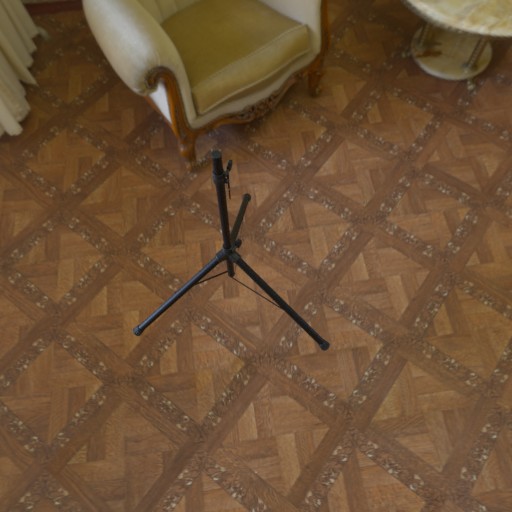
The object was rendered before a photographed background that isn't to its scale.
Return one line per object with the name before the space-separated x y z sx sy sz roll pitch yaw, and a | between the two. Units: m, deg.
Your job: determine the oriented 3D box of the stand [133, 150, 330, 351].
stand | 0.000 0.000 1.895 0.907 1.136 1.045 33 68 15
